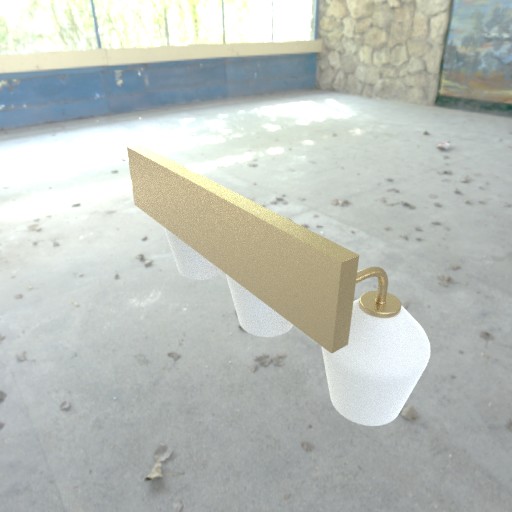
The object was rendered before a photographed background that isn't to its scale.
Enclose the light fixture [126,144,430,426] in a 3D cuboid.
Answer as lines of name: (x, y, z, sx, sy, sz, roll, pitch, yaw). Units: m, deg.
light fixture: (0.000, 0.000, 0.729, 0.190, 0.280, 0.609, -19, 34, -31)
